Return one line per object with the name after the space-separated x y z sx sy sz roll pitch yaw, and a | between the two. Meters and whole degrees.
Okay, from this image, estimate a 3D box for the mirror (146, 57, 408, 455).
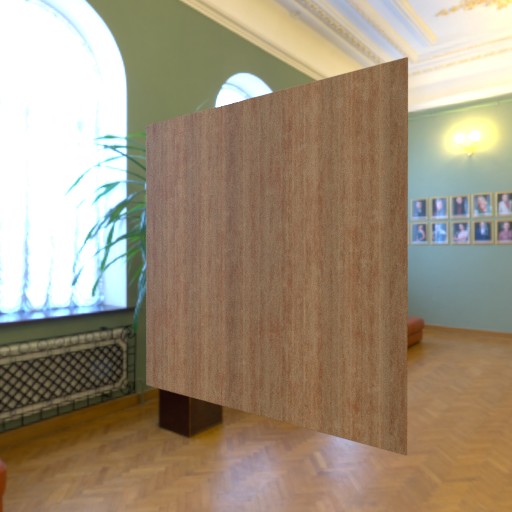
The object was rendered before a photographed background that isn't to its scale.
0.000 0.000 0.936 0.651 0.651 0.047 0 0 37 | mirror
